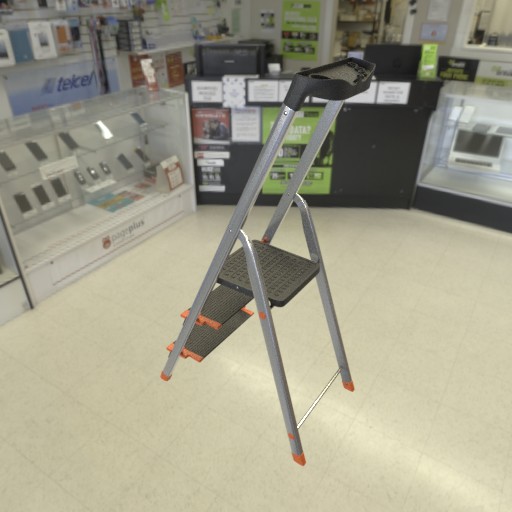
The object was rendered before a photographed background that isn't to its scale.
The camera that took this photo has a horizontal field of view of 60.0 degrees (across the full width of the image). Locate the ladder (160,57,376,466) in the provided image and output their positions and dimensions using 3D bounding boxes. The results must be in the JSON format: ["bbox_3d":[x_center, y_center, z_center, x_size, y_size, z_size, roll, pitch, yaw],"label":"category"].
[{"bbox_3d":[0.000,0.000,1.484,0.686,1.229,0.416,21,38,29],"label":"ladder"}]
